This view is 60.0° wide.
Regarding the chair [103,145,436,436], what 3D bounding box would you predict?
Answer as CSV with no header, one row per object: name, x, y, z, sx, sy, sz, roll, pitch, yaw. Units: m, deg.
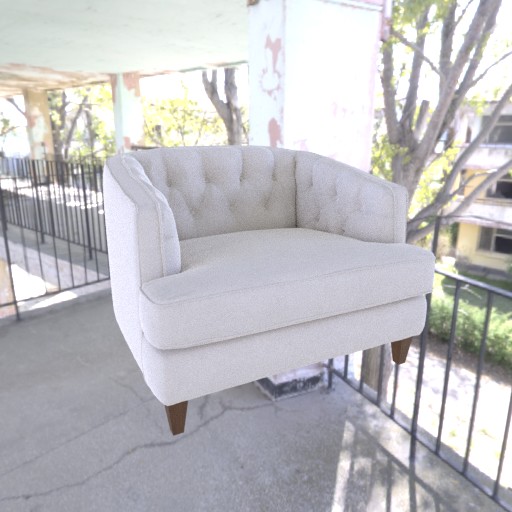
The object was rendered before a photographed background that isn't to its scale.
chair,0.000,0.000,1.793,1.104,0.852,0.941,-8,17,-27
